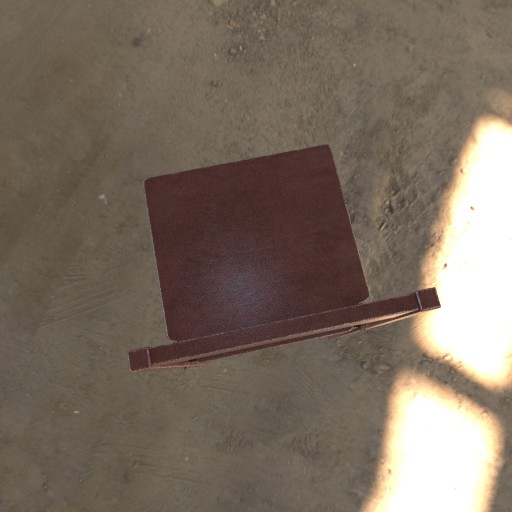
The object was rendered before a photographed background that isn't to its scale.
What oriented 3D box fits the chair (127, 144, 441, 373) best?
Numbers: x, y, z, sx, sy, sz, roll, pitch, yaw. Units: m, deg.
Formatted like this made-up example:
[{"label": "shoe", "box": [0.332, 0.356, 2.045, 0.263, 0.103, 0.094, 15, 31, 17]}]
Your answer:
[{"label": "chair", "box": [0.000, 0.000, 0.855, 0.367, 0.668, 0.361, -11, 77, -3]}]
